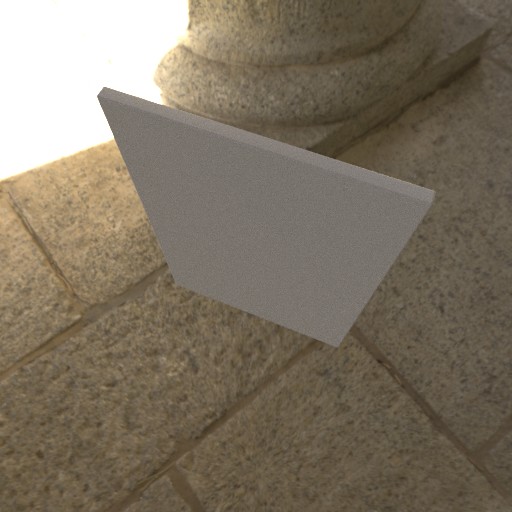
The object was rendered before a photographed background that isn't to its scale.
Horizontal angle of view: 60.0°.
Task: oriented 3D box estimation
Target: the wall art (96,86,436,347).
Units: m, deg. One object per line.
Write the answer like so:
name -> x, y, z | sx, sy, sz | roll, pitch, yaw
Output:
wall art -> 0.000, 0.000, 1.048 | 0.556, 0.813, 0.026 | 20, 66, 10
